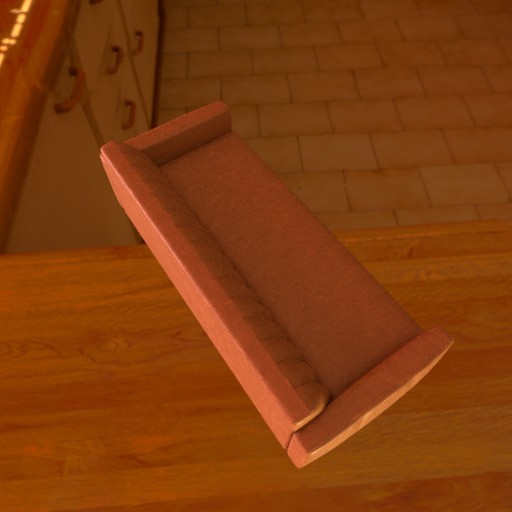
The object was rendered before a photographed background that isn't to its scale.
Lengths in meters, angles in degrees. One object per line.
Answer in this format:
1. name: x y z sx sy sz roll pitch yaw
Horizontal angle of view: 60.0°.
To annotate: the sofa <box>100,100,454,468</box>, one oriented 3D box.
1. sofa: 0.000 0.000 2.776 0.990 0.821 2.291 -30 63 -17
